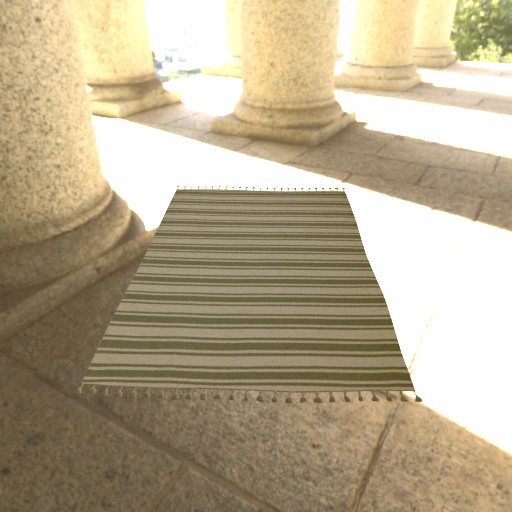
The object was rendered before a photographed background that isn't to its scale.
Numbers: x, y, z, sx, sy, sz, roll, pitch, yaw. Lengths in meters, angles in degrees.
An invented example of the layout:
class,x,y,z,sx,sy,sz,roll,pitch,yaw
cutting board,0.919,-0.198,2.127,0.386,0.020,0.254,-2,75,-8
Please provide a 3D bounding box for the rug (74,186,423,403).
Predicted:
class,x,y,z,sx,sy,sz,roll,pitch,yaw
rug,0.000,0.000,2.261,1.162,0.013,1.875,1,31,2
